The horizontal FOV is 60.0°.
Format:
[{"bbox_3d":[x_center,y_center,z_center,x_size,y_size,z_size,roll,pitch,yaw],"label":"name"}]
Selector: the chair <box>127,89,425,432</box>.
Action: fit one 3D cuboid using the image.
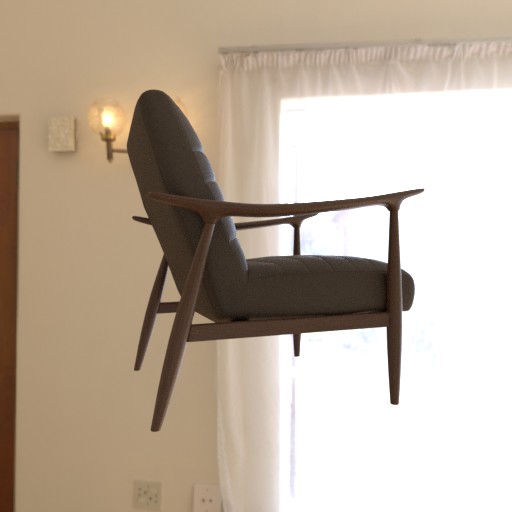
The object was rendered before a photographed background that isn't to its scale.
[{"bbox_3d":[0.000,0.000,1.454,0.798,0.831,0.741,0,-1,-19],"label":"chair"}]
